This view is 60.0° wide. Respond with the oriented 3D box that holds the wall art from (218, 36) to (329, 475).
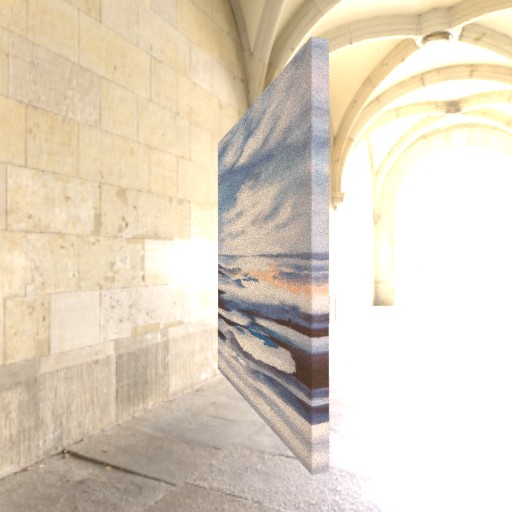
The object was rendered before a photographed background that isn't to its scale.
[{"bbox_3d":[0.000,0.000,1.113,0.035,0.747,0.747,0,0,-17],"label":"wall art"}]
